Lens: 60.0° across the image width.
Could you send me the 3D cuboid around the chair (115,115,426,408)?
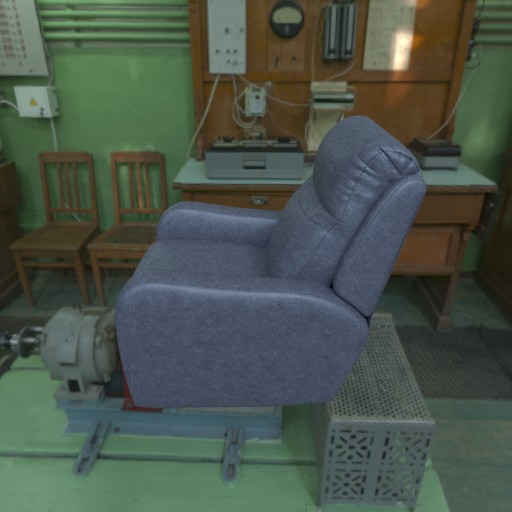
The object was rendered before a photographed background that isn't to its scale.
[{"bbox_3d":[0.000,0.000,1.850,1.067,1.067,0.865,0,27,1],"label":"chair"}]
